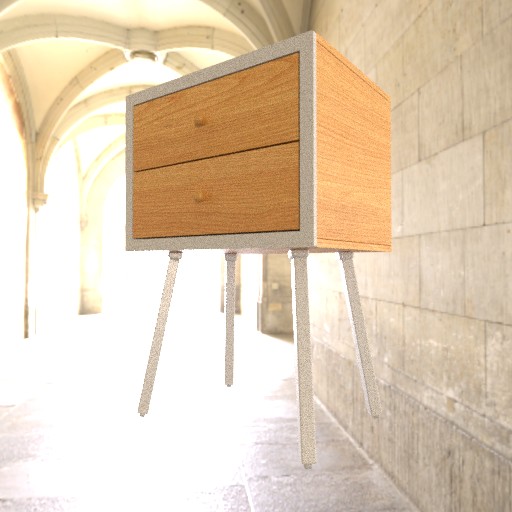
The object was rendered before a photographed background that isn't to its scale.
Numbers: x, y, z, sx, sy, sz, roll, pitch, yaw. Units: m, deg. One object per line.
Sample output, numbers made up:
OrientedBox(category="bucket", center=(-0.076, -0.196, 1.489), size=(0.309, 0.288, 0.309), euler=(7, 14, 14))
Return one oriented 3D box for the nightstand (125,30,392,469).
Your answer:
OrientedBox(category="nightstand", center=(0.000, 0.000, 0.824), size=(0.400, 0.601, 0.316), euler=(-1, -1, 36))
